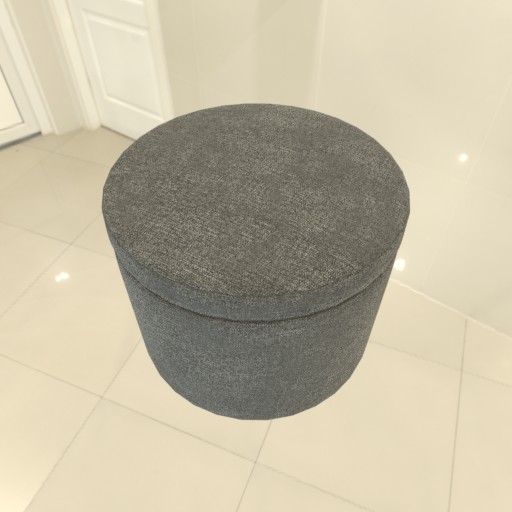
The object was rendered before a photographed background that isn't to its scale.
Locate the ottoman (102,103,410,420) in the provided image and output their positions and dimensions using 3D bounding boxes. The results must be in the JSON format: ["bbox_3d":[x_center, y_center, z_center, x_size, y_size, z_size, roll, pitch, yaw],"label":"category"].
[{"bbox_3d":[0.000,0.000,0.866,0.500,0.419,0.500,0,47,0],"label":"ottoman"}]
